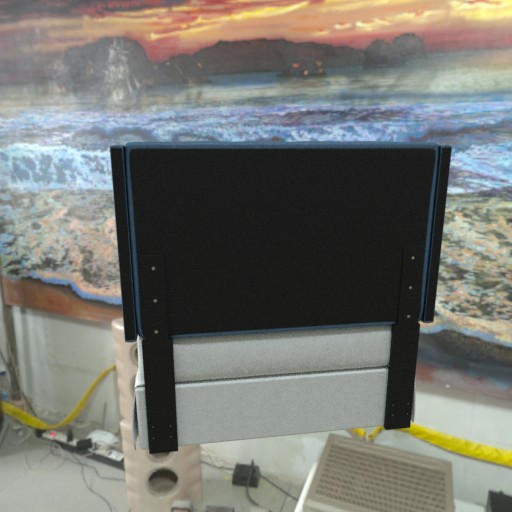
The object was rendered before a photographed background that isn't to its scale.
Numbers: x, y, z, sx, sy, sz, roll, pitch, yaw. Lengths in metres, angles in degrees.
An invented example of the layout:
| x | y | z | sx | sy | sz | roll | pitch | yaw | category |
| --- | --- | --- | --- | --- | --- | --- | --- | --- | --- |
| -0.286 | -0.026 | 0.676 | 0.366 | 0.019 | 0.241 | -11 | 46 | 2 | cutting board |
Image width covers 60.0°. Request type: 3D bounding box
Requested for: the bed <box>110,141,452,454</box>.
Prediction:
| x | y | z | sx | sy | sz | roll | pitch | yaw | category |
| --- | --- | --- | --- | --- | --- | --- | --- | --- | --- |
| 0.000 | 0.000 | 3.332 | 1.719 | 1.665 | 2.078 | -2 | 14 | -8 | bed |
